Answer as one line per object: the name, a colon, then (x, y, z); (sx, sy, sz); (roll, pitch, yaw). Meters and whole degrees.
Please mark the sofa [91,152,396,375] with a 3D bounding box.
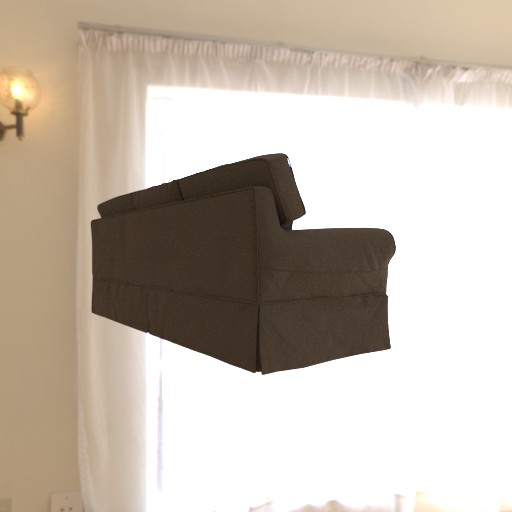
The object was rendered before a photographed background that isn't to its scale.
sofa: (0.000, 0.000, 3.292); (1.733, 0.978, 2.475); (0, 0, -36)
